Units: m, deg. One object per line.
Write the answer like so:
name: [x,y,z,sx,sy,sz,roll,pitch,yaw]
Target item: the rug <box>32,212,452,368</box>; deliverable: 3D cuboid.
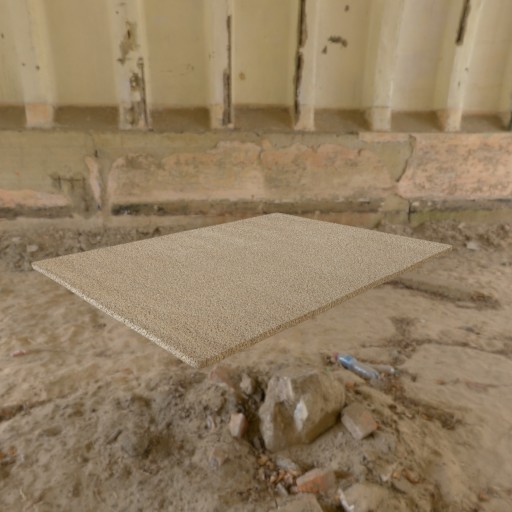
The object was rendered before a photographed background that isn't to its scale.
rug: [0.000,0.000,2.077,1.600,0.025,1.199,-16,23,-42]
